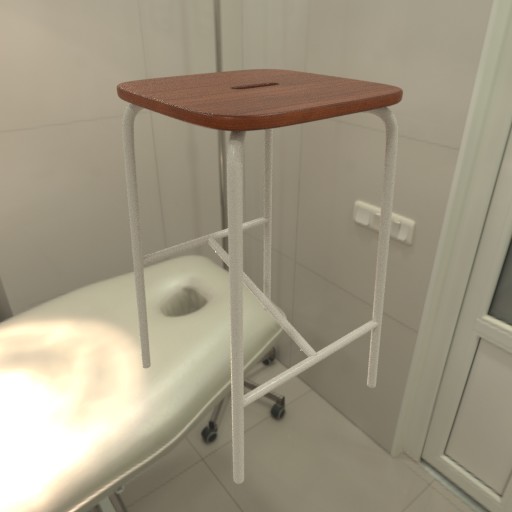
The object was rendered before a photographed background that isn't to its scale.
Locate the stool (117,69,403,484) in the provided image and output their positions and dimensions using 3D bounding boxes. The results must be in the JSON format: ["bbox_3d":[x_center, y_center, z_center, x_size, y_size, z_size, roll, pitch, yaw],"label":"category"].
[{"bbox_3d":[0.000,0.000,0.842,0.376,0.610,0.376,-21,35,-33],"label":"stool"}]
